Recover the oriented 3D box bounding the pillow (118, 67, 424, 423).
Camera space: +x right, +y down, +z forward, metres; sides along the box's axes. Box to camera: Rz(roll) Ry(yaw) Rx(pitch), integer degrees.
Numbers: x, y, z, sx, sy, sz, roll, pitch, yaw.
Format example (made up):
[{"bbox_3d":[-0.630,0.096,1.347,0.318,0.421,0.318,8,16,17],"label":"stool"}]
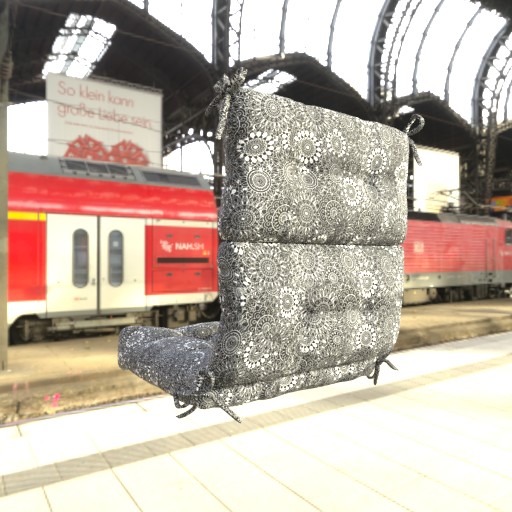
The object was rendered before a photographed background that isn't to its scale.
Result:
[{"bbox_3d":[0.000,0.000,1.021,0.519,0.605,0.571,0,0,-36],"label":"pillow"}]
